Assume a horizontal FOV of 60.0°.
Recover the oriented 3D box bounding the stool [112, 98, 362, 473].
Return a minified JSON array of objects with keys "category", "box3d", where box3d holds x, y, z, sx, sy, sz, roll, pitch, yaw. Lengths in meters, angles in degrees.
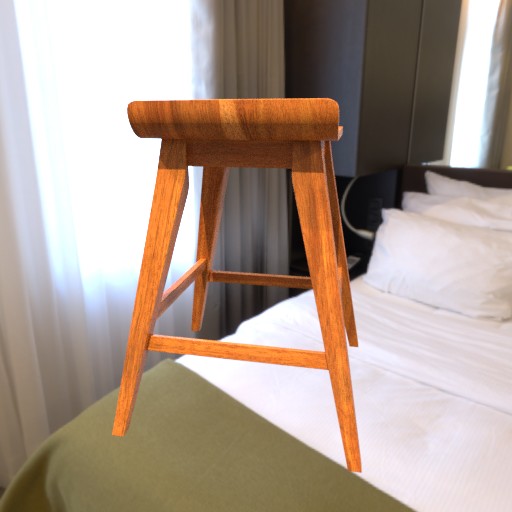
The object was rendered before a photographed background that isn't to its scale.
[{"category":"stool","box3d":[0.000,0.000,0.999,0.500,0.650,0.500,4,18,11]}]
